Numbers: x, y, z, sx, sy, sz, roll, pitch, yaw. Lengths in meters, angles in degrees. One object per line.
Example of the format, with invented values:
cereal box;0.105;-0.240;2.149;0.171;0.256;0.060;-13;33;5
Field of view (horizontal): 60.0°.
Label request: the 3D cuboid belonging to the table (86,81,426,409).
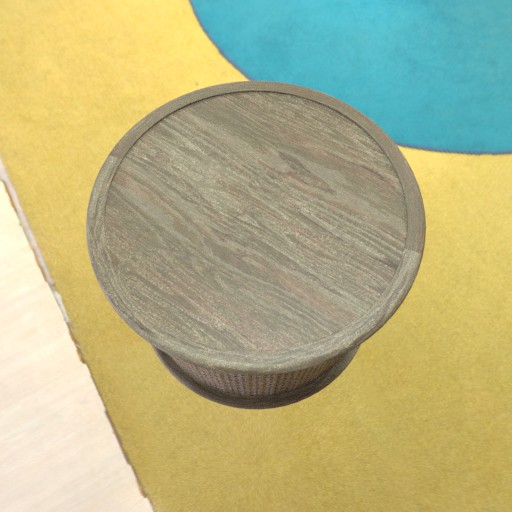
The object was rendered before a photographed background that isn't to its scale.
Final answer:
table;0.000;0.000;0.996;0.607;0.450;0.607;0;64;0
